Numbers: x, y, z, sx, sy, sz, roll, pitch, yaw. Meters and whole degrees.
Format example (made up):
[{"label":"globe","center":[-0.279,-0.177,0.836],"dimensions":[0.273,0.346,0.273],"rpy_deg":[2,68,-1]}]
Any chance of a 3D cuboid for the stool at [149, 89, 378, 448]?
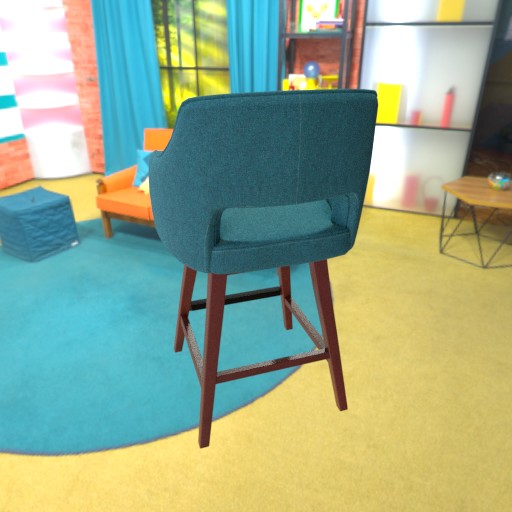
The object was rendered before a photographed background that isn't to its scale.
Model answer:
[{"label":"stool","center":[0.000,0.000,1.292],"dimensions":[0.548,0.961,0.556],"rpy_deg":[-8,28,-16]}]
